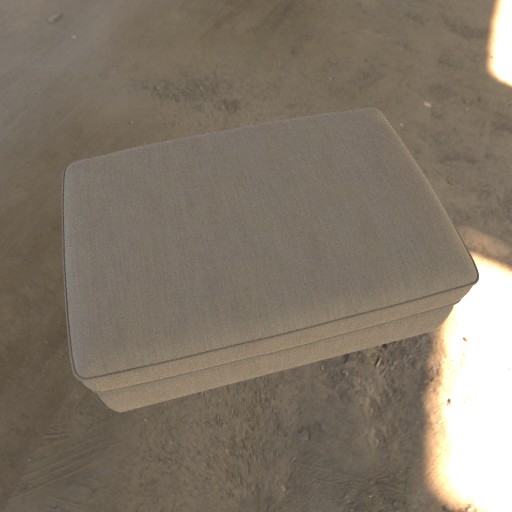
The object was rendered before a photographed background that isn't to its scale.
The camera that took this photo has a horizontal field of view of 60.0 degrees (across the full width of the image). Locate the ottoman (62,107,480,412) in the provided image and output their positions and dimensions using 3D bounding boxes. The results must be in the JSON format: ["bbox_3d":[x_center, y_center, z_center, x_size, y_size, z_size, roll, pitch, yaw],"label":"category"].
[{"bbox_3d":[0.000,0.000,1.262,0.941,0.480,0.636,-13,59,-8],"label":"ottoman"}]
